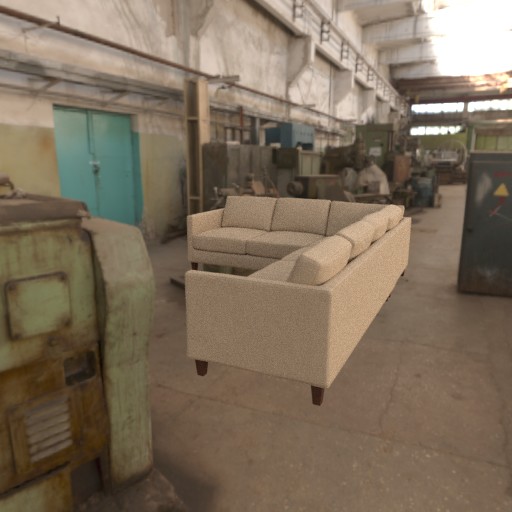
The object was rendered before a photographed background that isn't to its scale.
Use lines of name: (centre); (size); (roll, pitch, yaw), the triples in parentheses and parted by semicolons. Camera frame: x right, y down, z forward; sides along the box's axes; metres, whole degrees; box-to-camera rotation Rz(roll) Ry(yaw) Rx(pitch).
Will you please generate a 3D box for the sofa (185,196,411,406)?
sofa: (0.000, 0.000, 4.247); (2.432, 0.863, 3.182); (6, 14, 26)
